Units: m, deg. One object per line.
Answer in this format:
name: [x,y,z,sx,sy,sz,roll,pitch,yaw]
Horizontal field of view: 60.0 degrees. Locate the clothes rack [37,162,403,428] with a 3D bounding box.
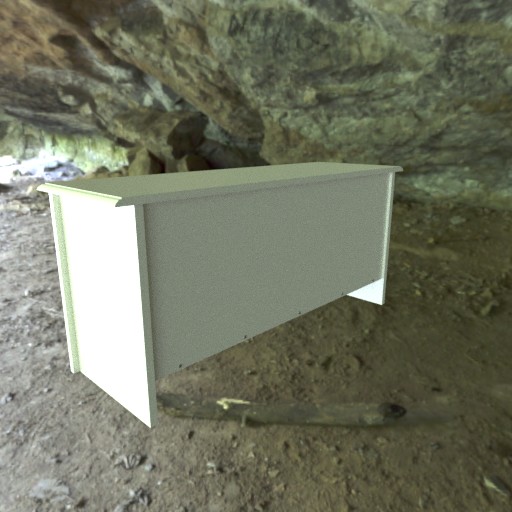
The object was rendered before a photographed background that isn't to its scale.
clothes rack: [0.000,0.000,1.506,0.405,0.558,1.218,15,21,42]
